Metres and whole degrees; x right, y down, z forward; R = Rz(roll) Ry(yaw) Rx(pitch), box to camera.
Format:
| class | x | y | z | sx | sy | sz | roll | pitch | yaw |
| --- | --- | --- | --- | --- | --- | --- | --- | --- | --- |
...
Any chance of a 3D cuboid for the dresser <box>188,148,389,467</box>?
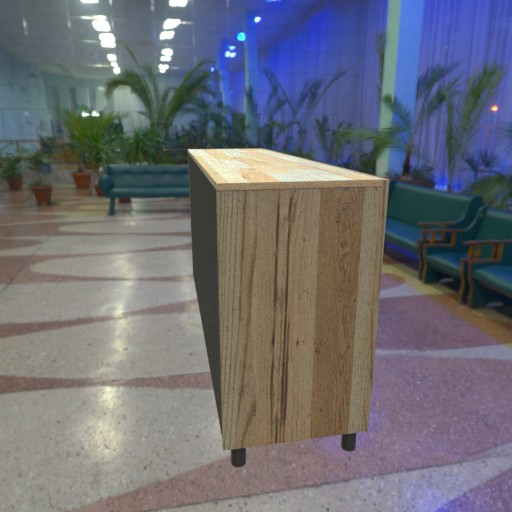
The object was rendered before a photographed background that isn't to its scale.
| class | x | y | z | sx | sy | sz | roll | pitch | yaw |
| --- | --- | --- | --- | --- | --- | --- | --- | --- | --- |
| dresser | 0.000 | 0.000 | 1.937 | 0.487 | 0.834 | 1.547 | -3 | 17 | -10 |
